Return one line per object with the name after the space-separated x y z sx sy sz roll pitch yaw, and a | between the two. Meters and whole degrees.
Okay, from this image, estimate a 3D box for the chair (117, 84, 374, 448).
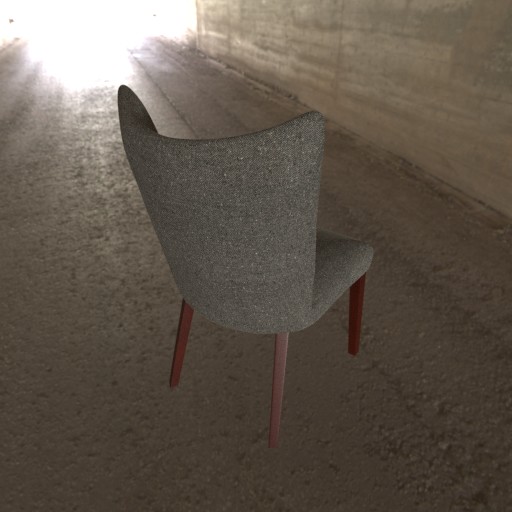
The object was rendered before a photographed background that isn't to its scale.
0.000 0.000 1.261 0.535 0.924 0.623 20 35 30 | chair
